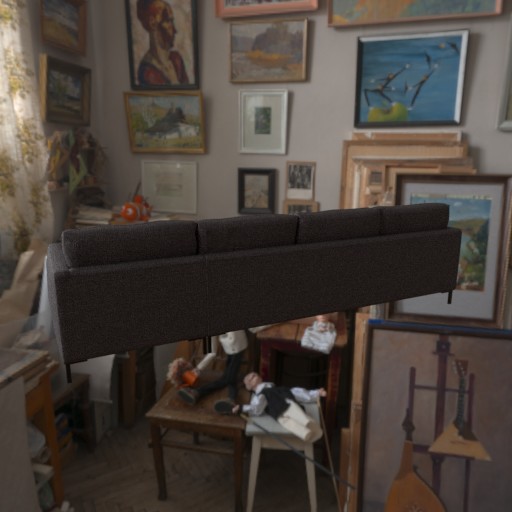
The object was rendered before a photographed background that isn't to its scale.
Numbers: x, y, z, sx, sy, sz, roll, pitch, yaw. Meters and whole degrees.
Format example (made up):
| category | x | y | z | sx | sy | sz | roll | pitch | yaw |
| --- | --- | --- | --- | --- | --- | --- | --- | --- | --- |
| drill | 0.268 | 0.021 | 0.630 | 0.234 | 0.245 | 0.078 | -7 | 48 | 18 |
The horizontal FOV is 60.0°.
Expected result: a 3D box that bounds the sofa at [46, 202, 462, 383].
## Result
| category | x | y | z | sx | sy | sz | roll | pitch | yaw |
| --- | --- | --- | --- | --- | --- | --- | --- | --- | --- |
| sofa | 0.000 | 0.000 | 3.750 | 3.221 | 0.892 | 1.483 | -6 | 15 | -25 |
